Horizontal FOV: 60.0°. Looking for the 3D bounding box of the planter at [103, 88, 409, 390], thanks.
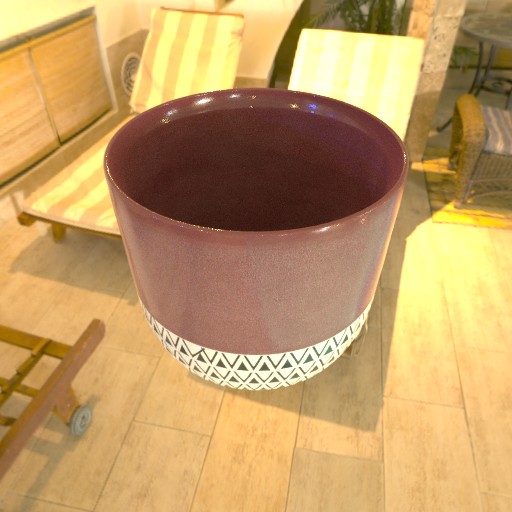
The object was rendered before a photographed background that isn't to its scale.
[{"bbox_3d":[0.000,0.000,0.485,0.266,0.270,0.266,0,41,0],"label":"planter"}]
